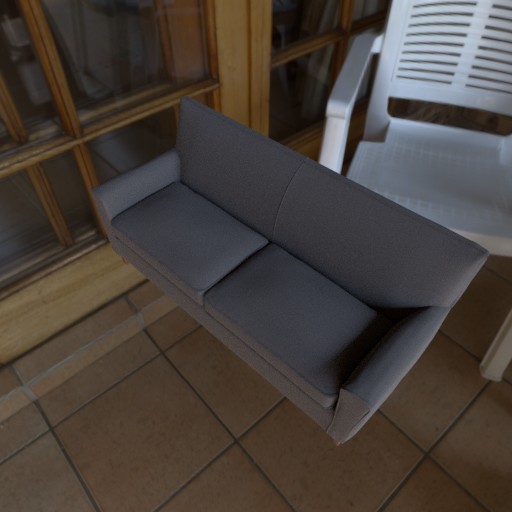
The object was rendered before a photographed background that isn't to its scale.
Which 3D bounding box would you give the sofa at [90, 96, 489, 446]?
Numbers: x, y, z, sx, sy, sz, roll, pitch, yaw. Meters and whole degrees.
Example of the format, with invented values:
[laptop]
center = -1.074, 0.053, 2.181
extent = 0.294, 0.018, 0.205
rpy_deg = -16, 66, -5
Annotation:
[sofa]
center = 0.000, 0.000, 2.484
extent = 2.002, 0.907, 0.843
rpy_deg = 35, 56, 27
